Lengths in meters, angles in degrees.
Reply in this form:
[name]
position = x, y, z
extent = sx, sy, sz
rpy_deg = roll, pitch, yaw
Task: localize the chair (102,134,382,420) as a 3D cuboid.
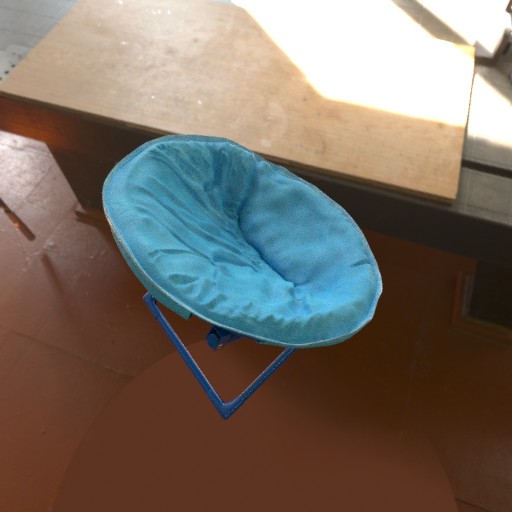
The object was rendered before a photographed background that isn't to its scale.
[chair]
position = 0.000, 0.000, 0.895
extent = 0.465, 0.478, 0.520
rpy_deg = -32, 64, -18
